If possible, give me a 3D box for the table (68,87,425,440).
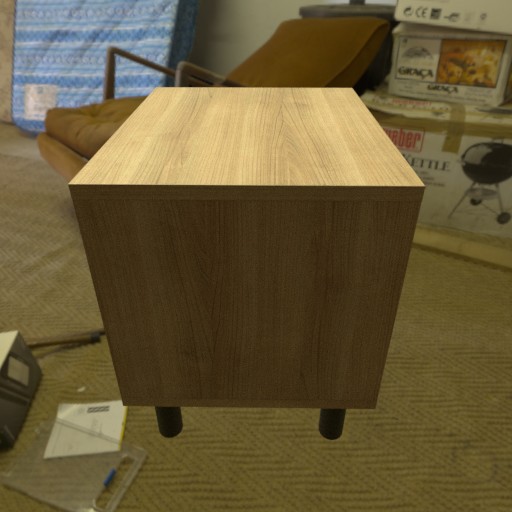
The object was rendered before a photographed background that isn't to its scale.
[{"bbox_3d":[0.000,0.000,0.764,0.380,0.460,0.445,0,33,1],"label":"table"}]
